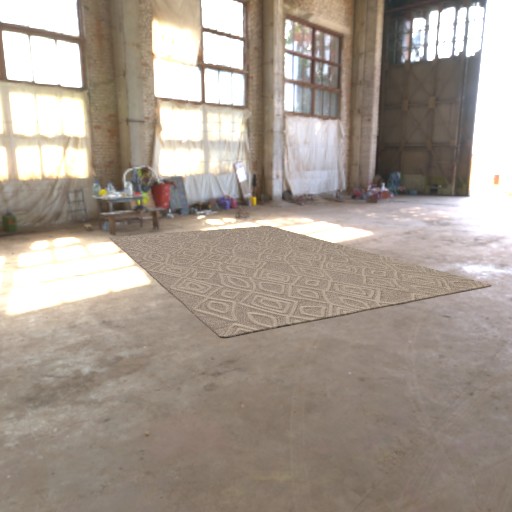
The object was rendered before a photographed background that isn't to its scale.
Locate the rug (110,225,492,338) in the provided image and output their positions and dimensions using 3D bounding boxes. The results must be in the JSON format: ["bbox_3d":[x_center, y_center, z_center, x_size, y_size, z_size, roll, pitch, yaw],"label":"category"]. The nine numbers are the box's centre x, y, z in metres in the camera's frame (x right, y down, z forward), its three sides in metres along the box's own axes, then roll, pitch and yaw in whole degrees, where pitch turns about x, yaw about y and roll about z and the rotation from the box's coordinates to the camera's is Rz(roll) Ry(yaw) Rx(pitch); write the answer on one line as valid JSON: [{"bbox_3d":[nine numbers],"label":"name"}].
[{"bbox_3d":[0.000,0.000,3.033,1.546,0.010,2.442,-6,14,-27],"label":"rug"}]
